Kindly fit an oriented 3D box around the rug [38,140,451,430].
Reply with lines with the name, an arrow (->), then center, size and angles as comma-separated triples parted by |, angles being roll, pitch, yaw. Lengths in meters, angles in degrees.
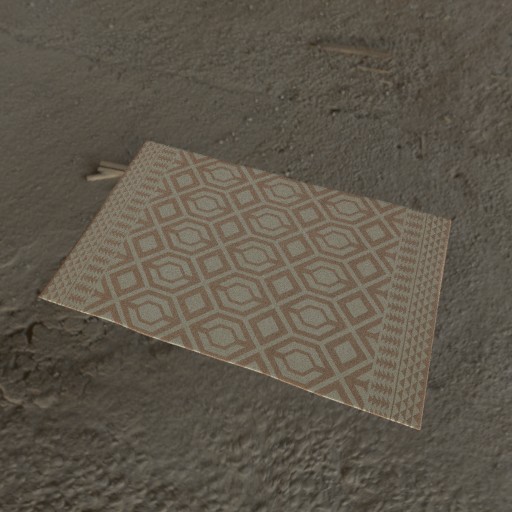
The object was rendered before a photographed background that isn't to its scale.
rug -> 0.000, 0.000, 3.015 | 2.435, 0.011, 1.526 | 17, 59, 10
